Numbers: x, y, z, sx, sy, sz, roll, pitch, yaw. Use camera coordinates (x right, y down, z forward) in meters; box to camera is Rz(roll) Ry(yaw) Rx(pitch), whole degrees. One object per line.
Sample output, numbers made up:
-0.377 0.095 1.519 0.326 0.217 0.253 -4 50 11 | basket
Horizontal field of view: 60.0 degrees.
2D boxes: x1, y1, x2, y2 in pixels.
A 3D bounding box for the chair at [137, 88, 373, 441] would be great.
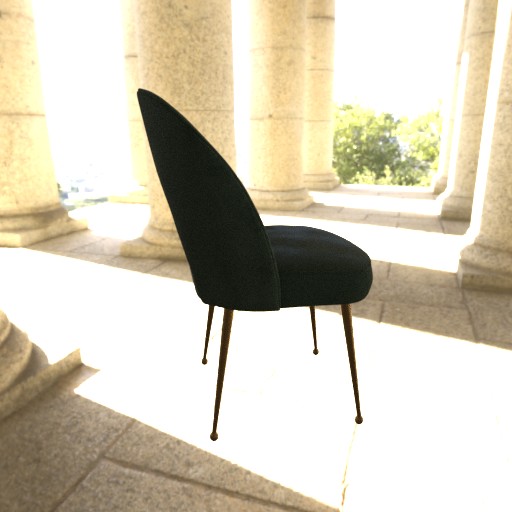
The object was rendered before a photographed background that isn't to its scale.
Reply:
0.000 0.000 1.233 0.577 0.860 0.527 -3 16 -10 | chair
